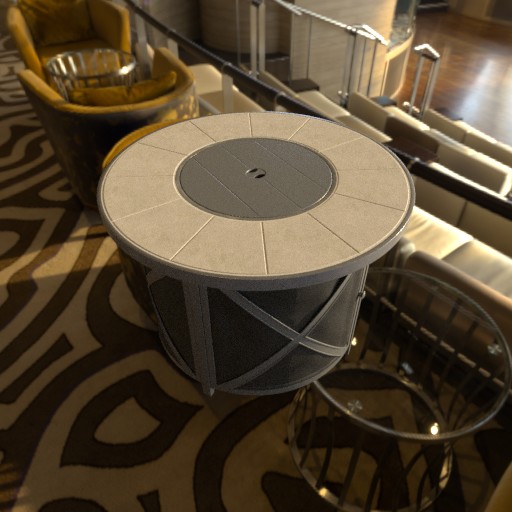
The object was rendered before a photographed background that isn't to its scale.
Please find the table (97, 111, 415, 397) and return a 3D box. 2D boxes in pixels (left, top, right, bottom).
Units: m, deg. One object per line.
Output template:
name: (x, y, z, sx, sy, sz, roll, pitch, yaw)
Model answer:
table: (0.000, 0.000, 1.531, 0.914, 0.650, 0.914, 0, 41, 0)
